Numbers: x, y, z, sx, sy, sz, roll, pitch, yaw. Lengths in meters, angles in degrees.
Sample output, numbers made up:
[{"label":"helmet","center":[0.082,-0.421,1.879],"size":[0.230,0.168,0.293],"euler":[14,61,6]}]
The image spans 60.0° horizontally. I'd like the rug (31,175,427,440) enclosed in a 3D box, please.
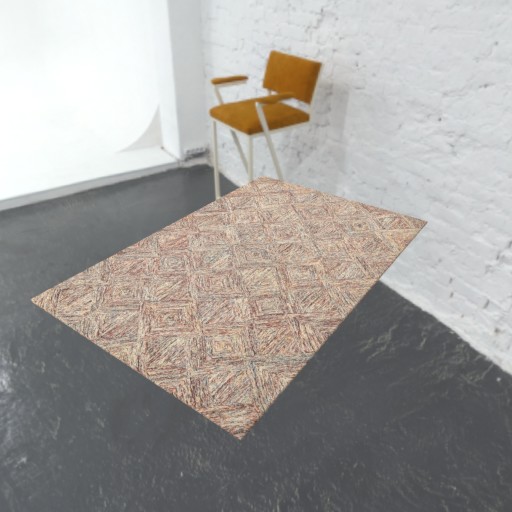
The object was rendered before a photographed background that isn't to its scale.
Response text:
[{"label":"rug","center":[0.000,0.000,2.931],"size":[1.523,0.019,2.285],"euler":[21,38,30]}]
